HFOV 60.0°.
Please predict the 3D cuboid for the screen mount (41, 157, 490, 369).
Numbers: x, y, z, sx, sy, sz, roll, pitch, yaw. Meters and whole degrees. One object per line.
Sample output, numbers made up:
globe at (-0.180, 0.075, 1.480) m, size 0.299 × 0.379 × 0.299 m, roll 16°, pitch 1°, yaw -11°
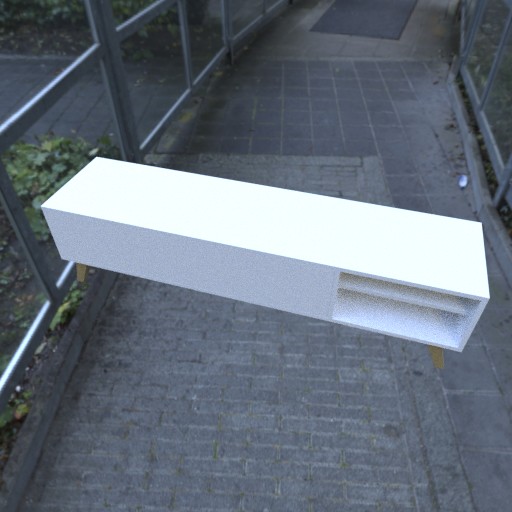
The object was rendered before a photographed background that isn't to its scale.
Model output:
screen mount at (0.000, 0.000, 1.843) m, size 1.644 × 0.432 × 0.399 m, roll 12°, pitch 44°, yaw 13°
